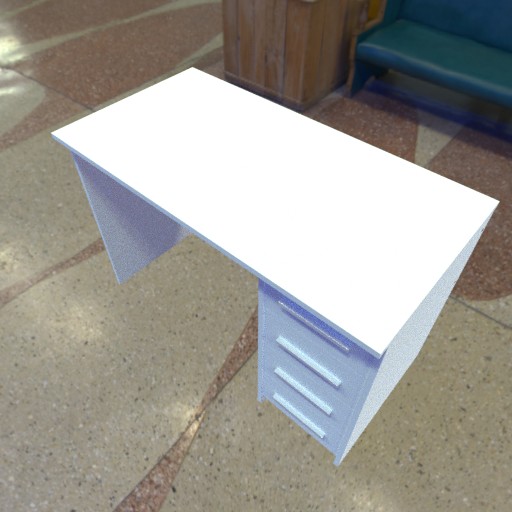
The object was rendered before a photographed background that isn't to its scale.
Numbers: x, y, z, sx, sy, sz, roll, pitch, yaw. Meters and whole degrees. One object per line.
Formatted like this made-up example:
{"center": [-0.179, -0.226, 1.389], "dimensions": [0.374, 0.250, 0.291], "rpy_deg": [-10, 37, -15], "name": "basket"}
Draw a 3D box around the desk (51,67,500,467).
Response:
{"center": [0.000, 0.000, 1.454], "dimensions": [1.096, 0.730, 0.560], "rpy_deg": [33, 56, 26], "name": "desk"}
